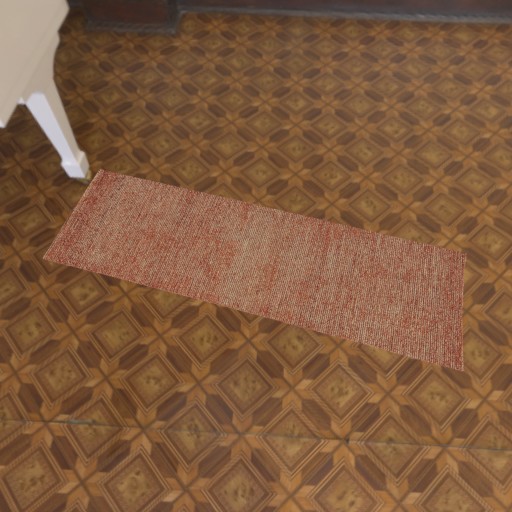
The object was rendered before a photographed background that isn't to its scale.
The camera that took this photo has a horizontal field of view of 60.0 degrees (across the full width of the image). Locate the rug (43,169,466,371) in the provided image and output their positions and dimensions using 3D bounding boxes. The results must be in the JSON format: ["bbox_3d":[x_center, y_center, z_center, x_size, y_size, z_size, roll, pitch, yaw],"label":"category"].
[{"bbox_3d":[0.000,0.000,2.552,2.353,0.013,0.718,14,59,8],"label":"rug"}]
